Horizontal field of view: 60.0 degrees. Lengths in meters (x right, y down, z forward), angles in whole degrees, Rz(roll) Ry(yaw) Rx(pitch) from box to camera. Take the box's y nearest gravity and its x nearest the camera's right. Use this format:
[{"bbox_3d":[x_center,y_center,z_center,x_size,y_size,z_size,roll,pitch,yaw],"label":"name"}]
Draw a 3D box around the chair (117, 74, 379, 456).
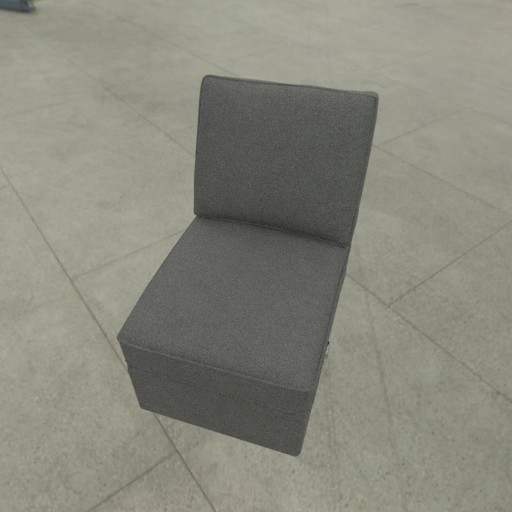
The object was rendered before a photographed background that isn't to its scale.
[{"bbox_3d":[0.000,0.000,1.548,0.621,0.970,0.938,12,43,13],"label":"chair"}]
